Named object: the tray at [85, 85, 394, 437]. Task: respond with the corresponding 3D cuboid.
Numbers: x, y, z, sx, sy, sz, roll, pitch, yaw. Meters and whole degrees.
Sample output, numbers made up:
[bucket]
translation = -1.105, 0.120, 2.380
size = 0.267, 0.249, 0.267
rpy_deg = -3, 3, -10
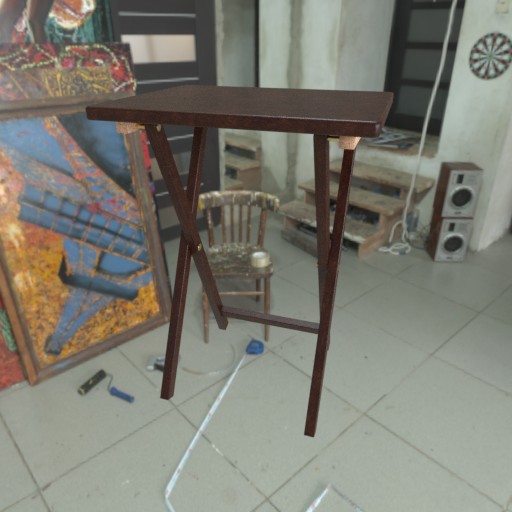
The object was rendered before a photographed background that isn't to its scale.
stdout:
[tray]
translation = 0.000, 0.000, 0.978
size = 0.483, 0.660, 0.381
rpy_deg = 8, 28, 16
